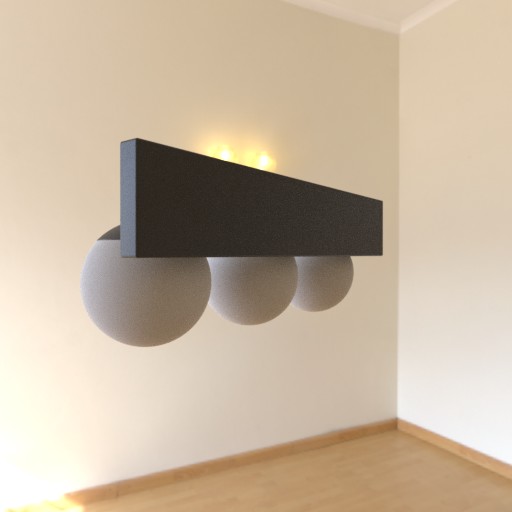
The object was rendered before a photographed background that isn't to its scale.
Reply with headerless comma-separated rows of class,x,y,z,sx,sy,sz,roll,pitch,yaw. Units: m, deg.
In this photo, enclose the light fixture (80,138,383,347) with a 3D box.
light fixture,0.000,0.000,0.838,0.218,0.263,0.721,0,0,37
